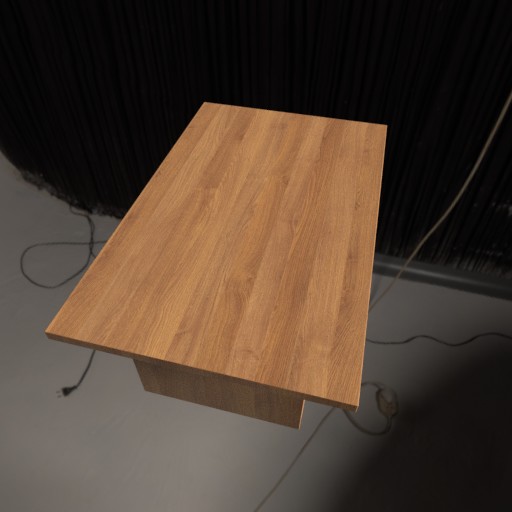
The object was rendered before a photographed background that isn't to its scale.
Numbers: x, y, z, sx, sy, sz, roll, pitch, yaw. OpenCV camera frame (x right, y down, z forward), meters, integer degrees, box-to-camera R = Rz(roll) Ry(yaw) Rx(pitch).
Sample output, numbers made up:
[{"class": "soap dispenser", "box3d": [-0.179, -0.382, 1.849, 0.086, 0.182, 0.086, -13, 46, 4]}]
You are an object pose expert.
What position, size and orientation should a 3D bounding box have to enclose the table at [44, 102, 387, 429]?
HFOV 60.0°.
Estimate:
[{"class": "table", "box3d": [0.000, 0.000, 1.462, 0.700, 0.442, 1.100, 11, 47, 10]}]
